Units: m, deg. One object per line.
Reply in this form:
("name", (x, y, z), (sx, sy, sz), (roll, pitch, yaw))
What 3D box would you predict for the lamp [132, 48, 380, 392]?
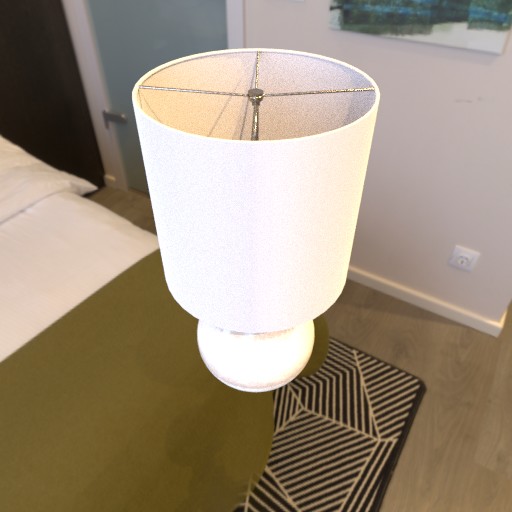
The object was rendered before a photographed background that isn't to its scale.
("lamp", (0.000, 0.000, 0.528), (0.217, 0.404, 0.217), (1, 41, 1))
